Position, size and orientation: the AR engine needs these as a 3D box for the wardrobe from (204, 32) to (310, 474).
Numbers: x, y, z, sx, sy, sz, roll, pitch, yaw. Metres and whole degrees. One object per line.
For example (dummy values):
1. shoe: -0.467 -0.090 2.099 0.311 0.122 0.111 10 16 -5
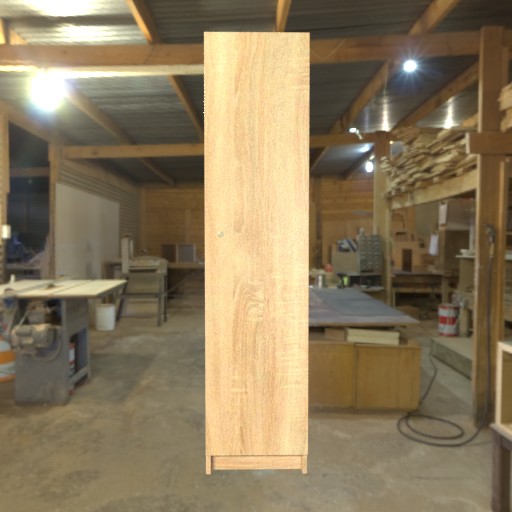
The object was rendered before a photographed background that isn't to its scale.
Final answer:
1. wardrobe: 0.000 0.000 2.405 0.496 2.117 0.588 0 2 -1
